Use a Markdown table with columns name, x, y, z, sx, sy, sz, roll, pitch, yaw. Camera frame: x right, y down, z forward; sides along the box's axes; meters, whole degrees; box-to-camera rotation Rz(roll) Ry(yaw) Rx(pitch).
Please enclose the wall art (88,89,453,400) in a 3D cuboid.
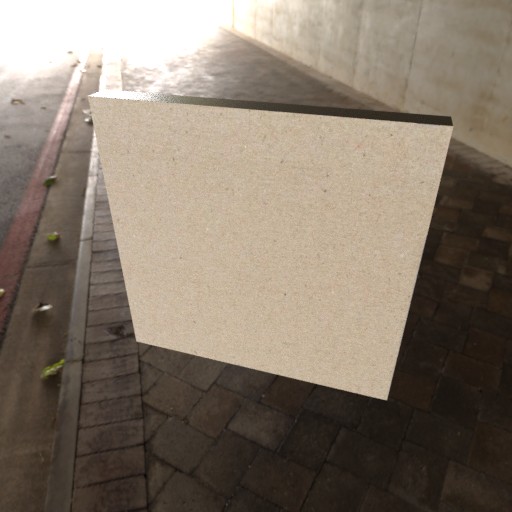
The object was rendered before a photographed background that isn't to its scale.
| name | x | y | z | sx | sy | sz | roll | pitch | yaw |
| --- | --- | --- | --- | --- | --- | --- | --- | --- | --- |
| wall art | 0.000 | 0.000 | 0.480 | 0.327 | 0.318 | 0.029 | 10 | 34 | 15 |
